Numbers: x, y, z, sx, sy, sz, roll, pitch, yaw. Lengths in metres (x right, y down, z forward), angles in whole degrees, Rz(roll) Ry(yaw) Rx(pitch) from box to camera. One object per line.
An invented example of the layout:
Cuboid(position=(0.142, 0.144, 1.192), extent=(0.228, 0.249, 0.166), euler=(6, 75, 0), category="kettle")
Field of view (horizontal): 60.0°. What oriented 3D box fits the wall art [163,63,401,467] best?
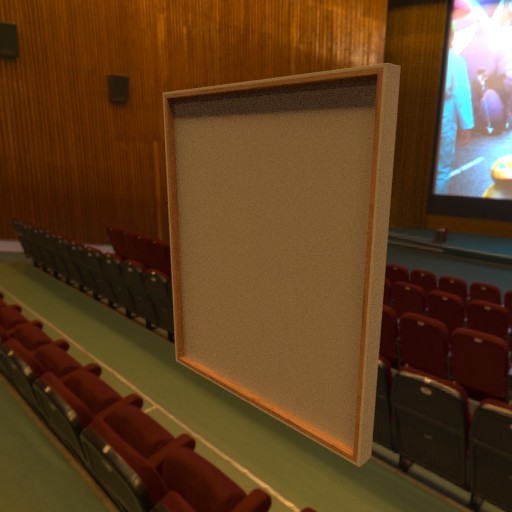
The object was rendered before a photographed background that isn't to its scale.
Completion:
Cuboid(position=(0.000, 0.000, 0.824), extent=(0.508, 0.606, 0.037), euler=(14, 20, 43), category="wall art")
